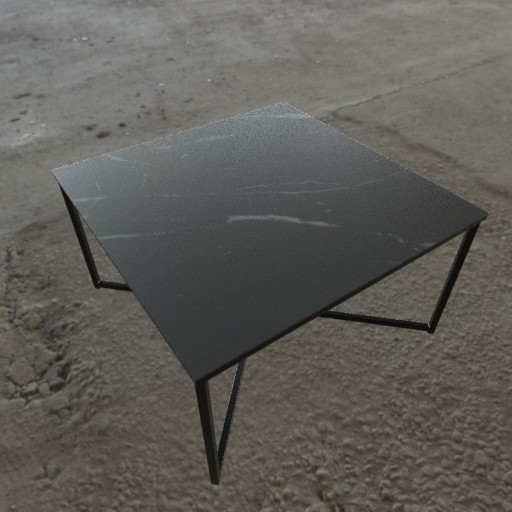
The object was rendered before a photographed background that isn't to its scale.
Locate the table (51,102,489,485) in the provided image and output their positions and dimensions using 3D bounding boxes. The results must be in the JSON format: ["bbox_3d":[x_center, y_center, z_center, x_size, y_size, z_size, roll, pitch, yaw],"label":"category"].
[{"bbox_3d":[0.000,0.000,1.280,0.800,0.450,0.800,-25,47,-25],"label":"table"}]
